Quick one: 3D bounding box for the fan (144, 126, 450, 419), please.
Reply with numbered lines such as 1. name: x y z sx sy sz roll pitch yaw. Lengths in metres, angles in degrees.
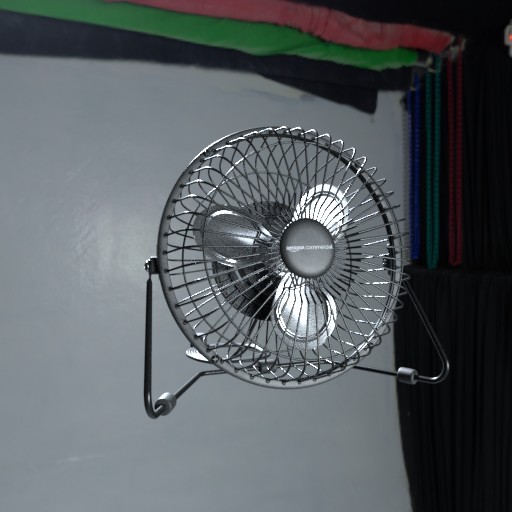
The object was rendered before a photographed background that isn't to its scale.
1. fan: 0.000 0.000 0.377 0.209 0.188 0.227 0 1 -20
